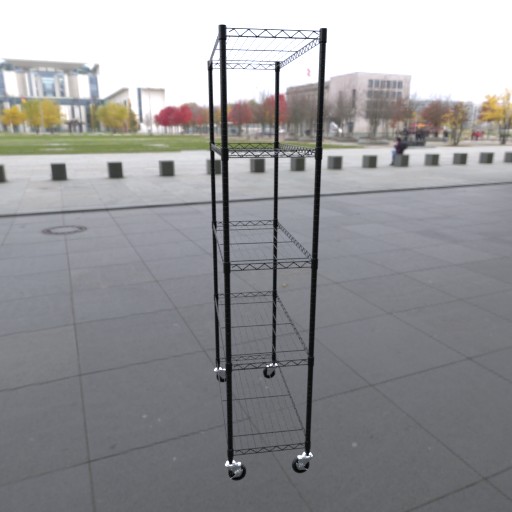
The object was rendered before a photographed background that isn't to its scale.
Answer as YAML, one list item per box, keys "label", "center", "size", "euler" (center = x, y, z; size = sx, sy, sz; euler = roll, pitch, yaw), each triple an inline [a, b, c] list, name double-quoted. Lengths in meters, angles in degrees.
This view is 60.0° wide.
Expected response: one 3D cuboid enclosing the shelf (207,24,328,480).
- label: "shelf"
  center: [0.000, 0.000, 1.909]
  size: [0.356, 1.645, 0.762]
  euler: [-2, 16, -8]
